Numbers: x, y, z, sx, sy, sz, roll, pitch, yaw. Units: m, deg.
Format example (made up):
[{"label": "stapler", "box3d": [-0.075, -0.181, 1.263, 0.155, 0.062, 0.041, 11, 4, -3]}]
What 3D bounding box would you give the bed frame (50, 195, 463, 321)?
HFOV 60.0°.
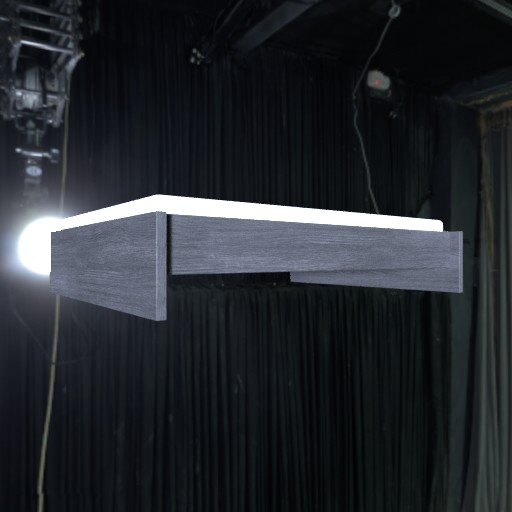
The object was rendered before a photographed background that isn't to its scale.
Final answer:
[{"label": "bed frame", "box3d": [0.000, 0.000, 2.633, 1.950, 0.432, 1.490, 0, 0, -37]}]
